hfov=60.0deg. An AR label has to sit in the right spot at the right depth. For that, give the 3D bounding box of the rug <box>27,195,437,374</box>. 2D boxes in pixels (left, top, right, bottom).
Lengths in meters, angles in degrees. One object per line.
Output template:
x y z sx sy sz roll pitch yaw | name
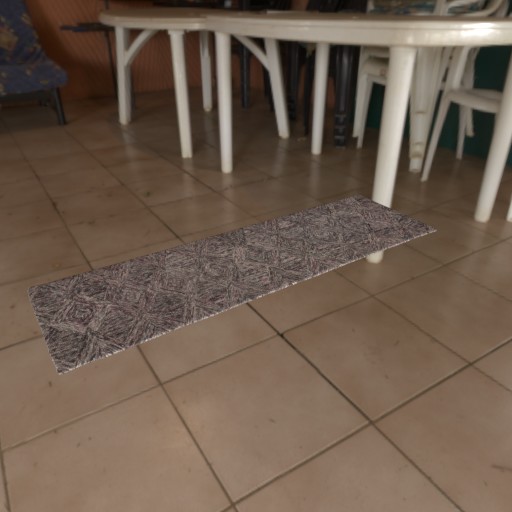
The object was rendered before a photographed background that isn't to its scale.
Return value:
0.000 0.000 2.523 2.305 0.013 0.719 -18 34 -29 | rug
